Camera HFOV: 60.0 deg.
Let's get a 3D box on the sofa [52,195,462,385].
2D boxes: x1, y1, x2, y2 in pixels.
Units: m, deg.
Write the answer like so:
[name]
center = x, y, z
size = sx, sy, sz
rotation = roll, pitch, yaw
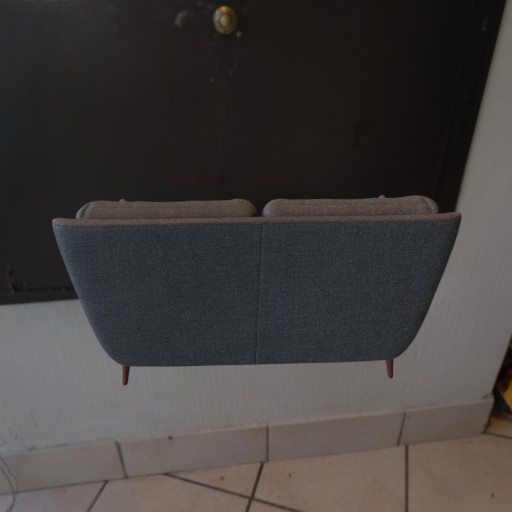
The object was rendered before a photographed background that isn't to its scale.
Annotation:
[sofa]
center = 0.000, 0.000, 2.233
size = 1.646, 0.887, 0.976
rotation = -1, 30, -2
